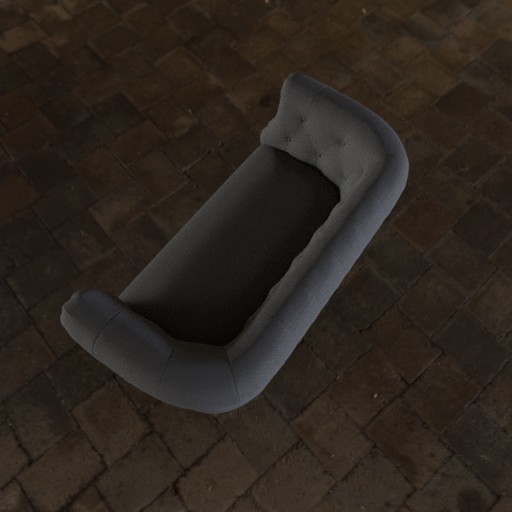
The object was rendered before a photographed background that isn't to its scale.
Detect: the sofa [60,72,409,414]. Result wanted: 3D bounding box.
[{"bbox_3d":[0.000,0.000,2.072,0.835,0.827,1.558,33,68,16],"label":"sofa"}]
